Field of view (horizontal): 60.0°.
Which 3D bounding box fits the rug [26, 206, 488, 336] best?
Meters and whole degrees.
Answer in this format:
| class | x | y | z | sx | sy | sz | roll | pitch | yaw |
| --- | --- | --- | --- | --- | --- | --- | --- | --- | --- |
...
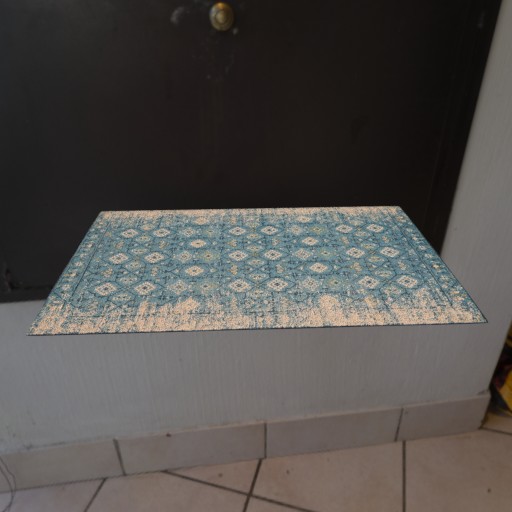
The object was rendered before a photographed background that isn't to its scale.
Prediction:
| class | x | y | z | sx | sy | sz | roll | pitch | yaw |
| --- | --- | --- | --- | --- | --- | --- | --- | --- | --- |
| rug | 0.000 | 0.000 | 2.174 | 1.795 | 0.008 | 1.102 | -1 | 31 | -2 |
